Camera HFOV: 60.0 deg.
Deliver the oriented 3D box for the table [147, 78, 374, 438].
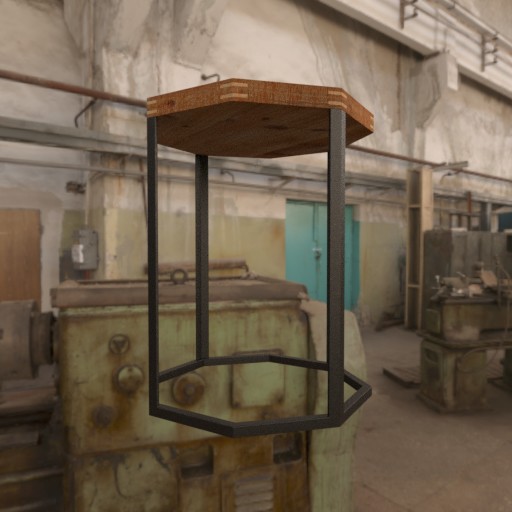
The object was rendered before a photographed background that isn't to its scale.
[{"bbox_3d":[0.000,0.000,0.893,0.458,0.543,0.458,-1,2,-36],"label":"table"}]
